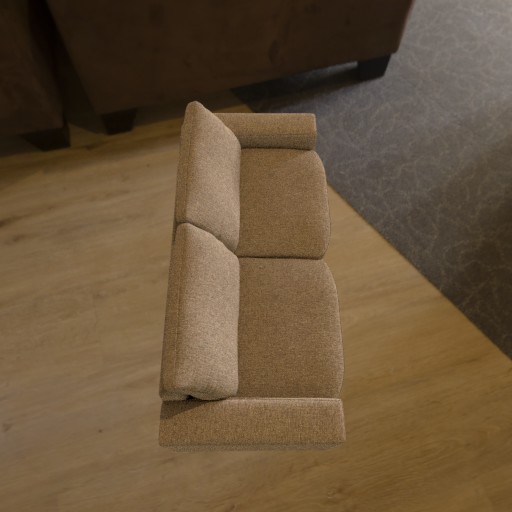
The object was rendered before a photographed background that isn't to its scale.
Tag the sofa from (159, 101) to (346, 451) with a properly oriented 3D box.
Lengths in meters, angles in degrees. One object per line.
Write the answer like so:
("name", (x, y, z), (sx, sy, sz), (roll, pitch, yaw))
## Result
("sofa", (0.000, 0.000, 2.906), (1.040, 0.922, 2.299), (-1, 63, 0))
